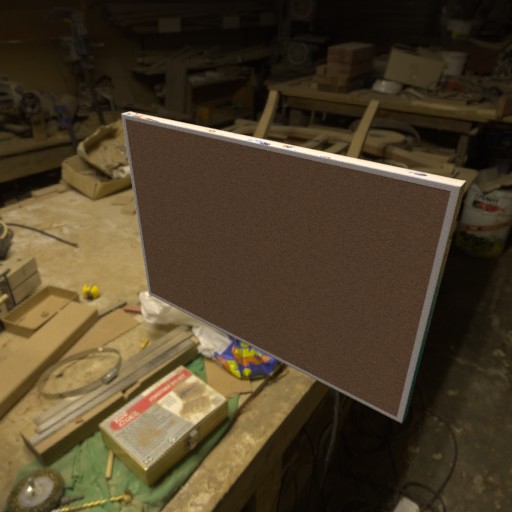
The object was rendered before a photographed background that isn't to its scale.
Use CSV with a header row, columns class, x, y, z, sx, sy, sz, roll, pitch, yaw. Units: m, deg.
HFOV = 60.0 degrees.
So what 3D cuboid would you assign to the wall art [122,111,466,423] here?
class,x,y,z,sx,sy,sz,roll,pitch,yaw
wall art,0.000,0.000,1.457,1.136,0.769,0.040,21,36,31
